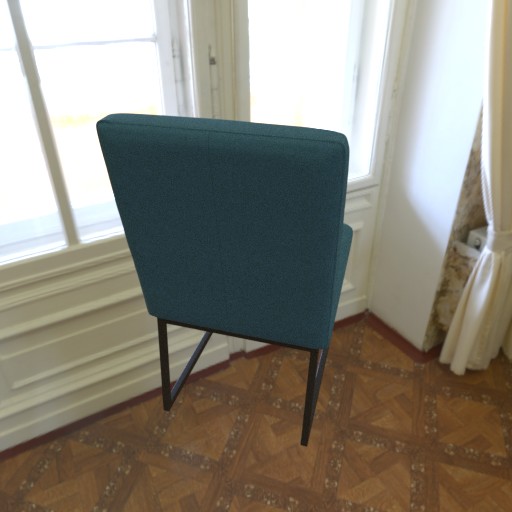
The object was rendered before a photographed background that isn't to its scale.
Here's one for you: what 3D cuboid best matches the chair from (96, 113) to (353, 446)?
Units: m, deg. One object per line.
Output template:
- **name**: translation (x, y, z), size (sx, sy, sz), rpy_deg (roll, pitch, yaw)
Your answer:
- **chair**: translation (0.000, 0.000, 1.316), size (0.520, 0.930, 0.634), rpy_deg (9, 33, 14)
